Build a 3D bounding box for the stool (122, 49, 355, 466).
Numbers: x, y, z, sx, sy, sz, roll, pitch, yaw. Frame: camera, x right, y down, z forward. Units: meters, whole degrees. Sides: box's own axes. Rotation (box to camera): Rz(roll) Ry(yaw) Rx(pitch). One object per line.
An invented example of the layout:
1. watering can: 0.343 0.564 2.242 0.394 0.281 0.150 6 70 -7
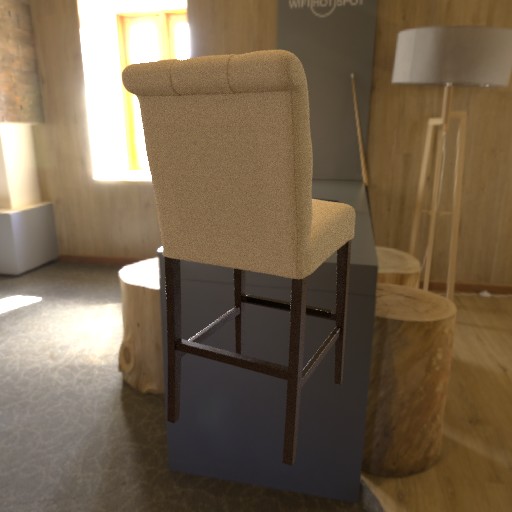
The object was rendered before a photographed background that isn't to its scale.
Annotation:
1. stool: 0.000 0.000 1.421 0.482 1.118 0.610 8 19 26
